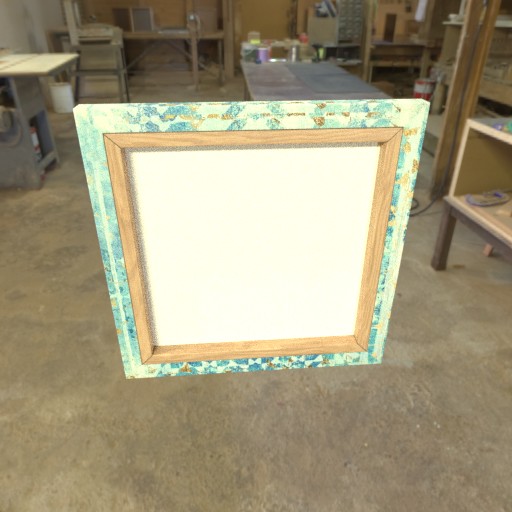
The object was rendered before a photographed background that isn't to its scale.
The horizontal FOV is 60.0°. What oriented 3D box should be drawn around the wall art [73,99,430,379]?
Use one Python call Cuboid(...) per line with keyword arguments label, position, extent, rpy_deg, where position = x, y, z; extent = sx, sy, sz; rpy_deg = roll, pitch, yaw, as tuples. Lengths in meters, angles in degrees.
Cuboid(label="wall art", position=(0.000, 0.000, 0.919), extent=(0.609, 0.609, 0.040), rpy_deg=(-2, 30, -4))
